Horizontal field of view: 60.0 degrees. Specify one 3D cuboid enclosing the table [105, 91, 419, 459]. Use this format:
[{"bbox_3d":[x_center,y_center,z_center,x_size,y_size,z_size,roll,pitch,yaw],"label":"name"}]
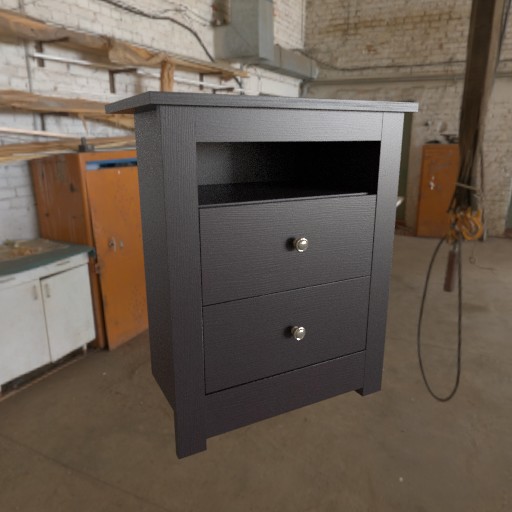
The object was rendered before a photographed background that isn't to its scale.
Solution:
[{"bbox_3d":[0.000,0.000,1.094,0.589,0.711,0.408,-8,17,-27],"label":"table"}]
